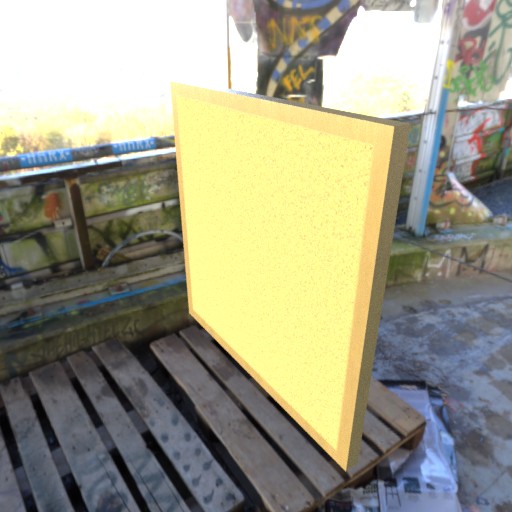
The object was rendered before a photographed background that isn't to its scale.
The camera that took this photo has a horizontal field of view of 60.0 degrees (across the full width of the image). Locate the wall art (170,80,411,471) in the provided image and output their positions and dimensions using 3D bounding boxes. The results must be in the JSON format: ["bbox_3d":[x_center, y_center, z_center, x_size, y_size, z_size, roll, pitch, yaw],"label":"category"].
[{"bbox_3d":[0.000,0.000,2.826,0.097,1.936,1.935,-18,32,-31],"label":"wall art"}]
